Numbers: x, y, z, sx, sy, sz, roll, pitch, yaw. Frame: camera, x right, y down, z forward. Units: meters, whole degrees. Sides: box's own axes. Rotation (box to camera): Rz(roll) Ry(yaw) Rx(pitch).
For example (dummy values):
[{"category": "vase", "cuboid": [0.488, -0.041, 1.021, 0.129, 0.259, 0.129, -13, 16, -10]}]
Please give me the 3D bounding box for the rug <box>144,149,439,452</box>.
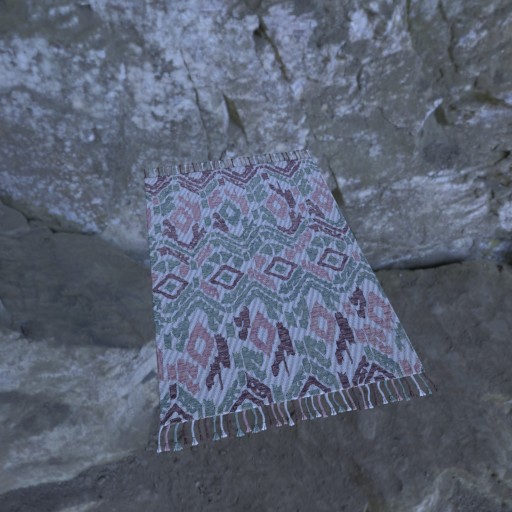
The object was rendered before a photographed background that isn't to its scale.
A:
[{"category": "rug", "cuboid": [0.000, 0.000, 3.114, 1.524, 0.011, 2.438, -9, 47, -8]}]
